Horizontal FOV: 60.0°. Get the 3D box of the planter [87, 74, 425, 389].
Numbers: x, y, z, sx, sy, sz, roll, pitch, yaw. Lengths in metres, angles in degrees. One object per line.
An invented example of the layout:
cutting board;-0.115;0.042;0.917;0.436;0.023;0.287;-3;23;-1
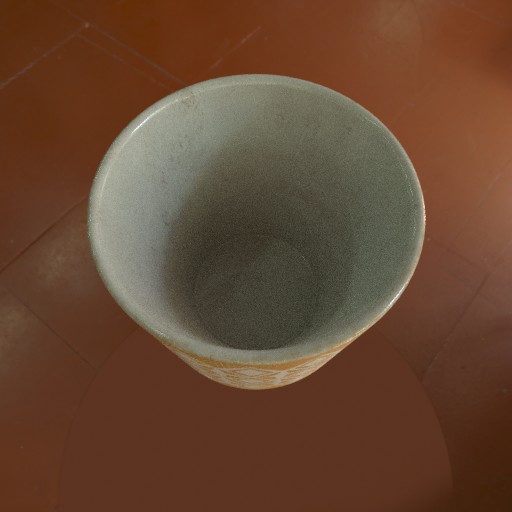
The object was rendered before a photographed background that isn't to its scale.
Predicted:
planter;0.000;0.000;0.329;0.193;0.165;0.193;0;65;0
